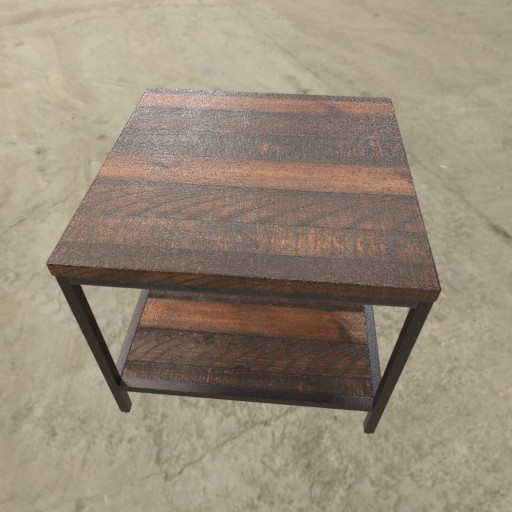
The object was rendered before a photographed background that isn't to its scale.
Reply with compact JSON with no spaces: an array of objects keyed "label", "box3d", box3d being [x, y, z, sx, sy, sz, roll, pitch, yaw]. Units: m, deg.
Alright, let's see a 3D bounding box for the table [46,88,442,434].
[{"label":"table","box3d":[0.000,0.000,0.973,0.548,0.482,0.553,4,46,4]}]
